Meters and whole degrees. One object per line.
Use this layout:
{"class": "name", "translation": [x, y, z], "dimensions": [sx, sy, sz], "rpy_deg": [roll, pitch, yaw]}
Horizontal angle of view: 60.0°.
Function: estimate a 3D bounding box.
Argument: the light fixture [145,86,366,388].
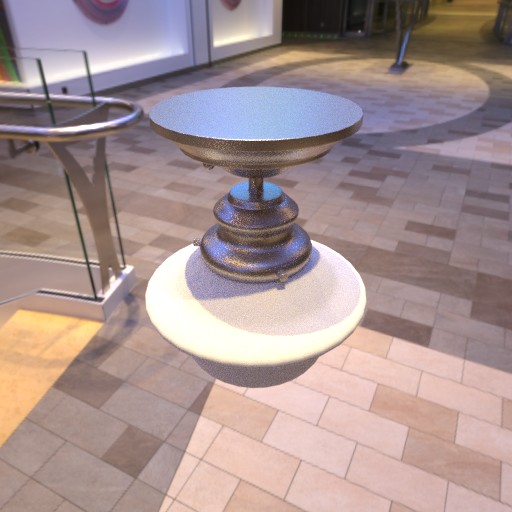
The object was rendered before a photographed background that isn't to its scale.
{"class": "light fixture", "translation": [0.000, 0.000, 0.389], "dimensions": [0.199, 0.254, 0.199], "rpy_deg": [0, 32, 0]}
